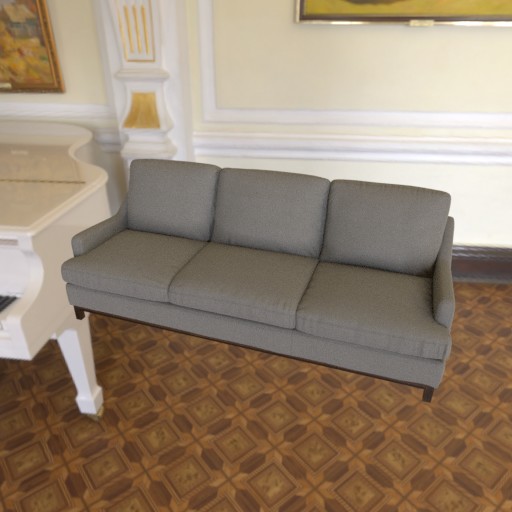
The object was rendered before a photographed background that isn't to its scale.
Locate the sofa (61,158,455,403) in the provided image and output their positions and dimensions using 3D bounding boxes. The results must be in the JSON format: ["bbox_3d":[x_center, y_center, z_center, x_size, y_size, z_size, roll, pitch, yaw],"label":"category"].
[{"bbox_3d":[0.000,0.000,2.846,2.344,0.926,0.987,9,29,17],"label":"sofa"}]
